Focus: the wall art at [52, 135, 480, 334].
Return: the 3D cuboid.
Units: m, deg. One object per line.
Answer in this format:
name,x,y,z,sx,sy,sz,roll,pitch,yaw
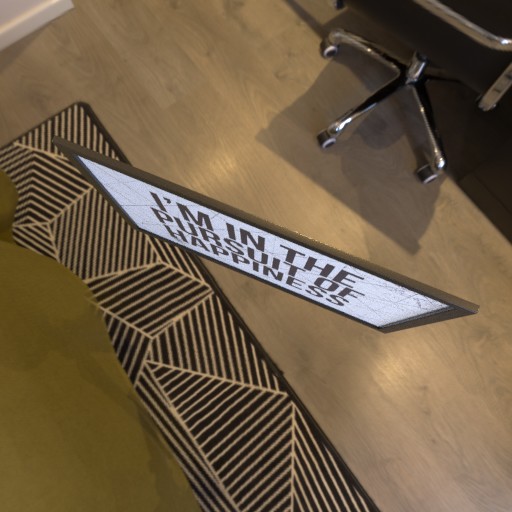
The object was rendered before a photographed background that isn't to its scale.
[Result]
wall art,0.000,0.000,1.055,0.819,0.552,0.015,22,78,5
